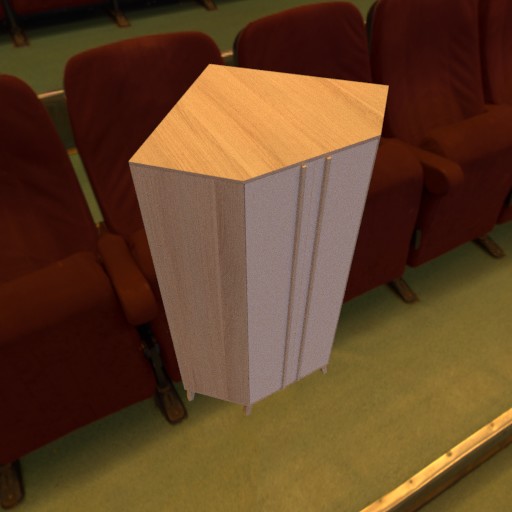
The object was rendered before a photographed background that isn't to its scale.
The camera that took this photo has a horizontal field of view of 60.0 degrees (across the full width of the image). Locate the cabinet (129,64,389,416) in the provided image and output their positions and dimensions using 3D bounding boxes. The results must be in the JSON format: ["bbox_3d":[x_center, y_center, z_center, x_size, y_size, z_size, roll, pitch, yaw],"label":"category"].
[{"bbox_3d":[0.000,0.000,2.682,1.272,1.957,0.969,-22,50,-20],"label":"cabinet"}]
